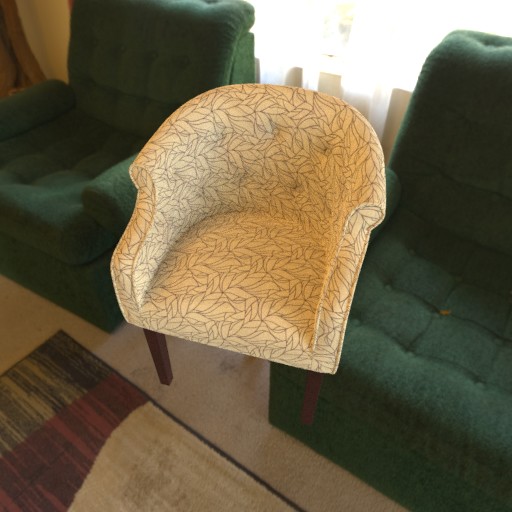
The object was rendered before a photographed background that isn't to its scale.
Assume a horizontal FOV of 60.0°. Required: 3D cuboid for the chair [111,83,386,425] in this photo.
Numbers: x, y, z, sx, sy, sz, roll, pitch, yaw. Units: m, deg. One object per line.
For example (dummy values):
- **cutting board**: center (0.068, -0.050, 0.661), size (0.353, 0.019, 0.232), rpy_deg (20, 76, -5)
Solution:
- **chair**: center (0.000, 0.000, 1.364), size (0.686, 0.858, 0.613), rpy_deg (11, 43, 13)
